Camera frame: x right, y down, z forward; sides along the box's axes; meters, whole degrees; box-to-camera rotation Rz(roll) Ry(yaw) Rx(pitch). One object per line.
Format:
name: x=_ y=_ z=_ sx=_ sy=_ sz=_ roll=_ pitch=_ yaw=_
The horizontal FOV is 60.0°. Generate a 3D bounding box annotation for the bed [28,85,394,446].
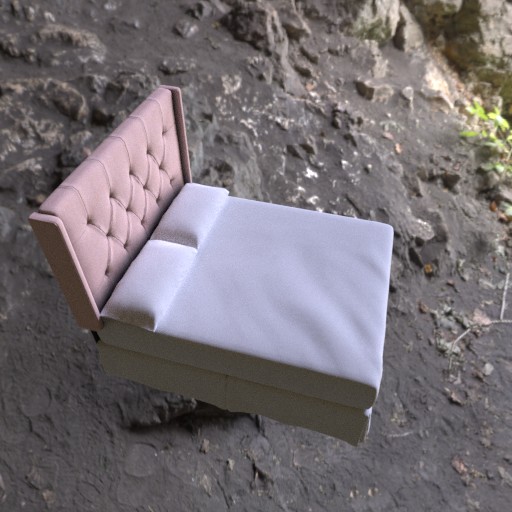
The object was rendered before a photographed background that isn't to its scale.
bed: x=0.000 y=0.000 z=3.296 sx=2.066 sy=1.665 sz=1.719 roll=11 pitch=46 yaw=11
